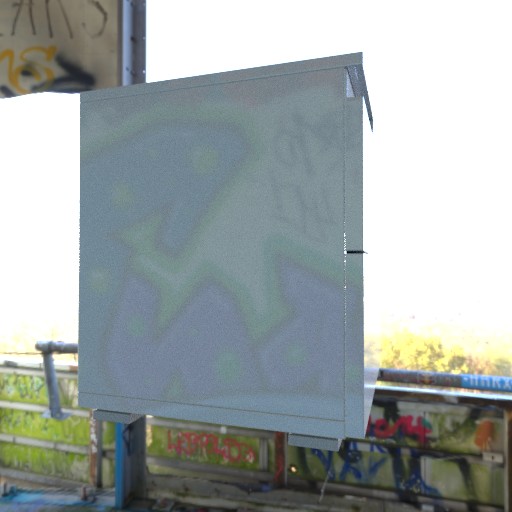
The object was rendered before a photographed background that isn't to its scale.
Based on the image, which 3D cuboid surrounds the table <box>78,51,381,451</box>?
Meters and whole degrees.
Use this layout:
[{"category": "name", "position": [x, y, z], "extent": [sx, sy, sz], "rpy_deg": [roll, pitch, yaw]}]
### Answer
[{"category": "table", "position": [0.000, 0.000, 0.774], "extent": [0.400, 0.470, 0.420], "rpy_deg": [0, -1, 18]}]
